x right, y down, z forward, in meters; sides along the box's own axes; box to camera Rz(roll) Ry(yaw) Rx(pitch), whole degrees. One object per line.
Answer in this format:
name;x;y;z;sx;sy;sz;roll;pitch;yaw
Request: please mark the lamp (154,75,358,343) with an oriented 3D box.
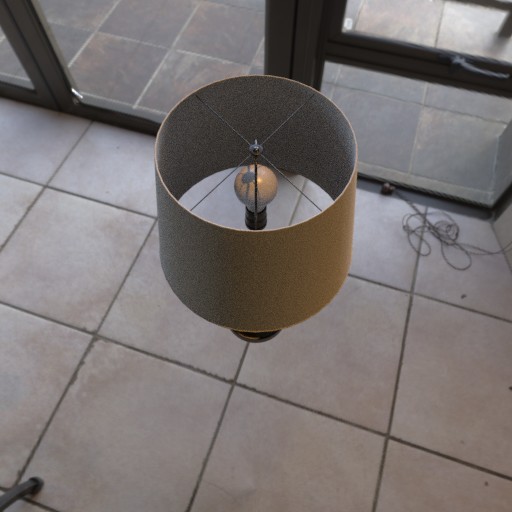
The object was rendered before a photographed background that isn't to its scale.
lamp;0.000;0.000;0.815;0.331;0.594;0.331;0;62;0
